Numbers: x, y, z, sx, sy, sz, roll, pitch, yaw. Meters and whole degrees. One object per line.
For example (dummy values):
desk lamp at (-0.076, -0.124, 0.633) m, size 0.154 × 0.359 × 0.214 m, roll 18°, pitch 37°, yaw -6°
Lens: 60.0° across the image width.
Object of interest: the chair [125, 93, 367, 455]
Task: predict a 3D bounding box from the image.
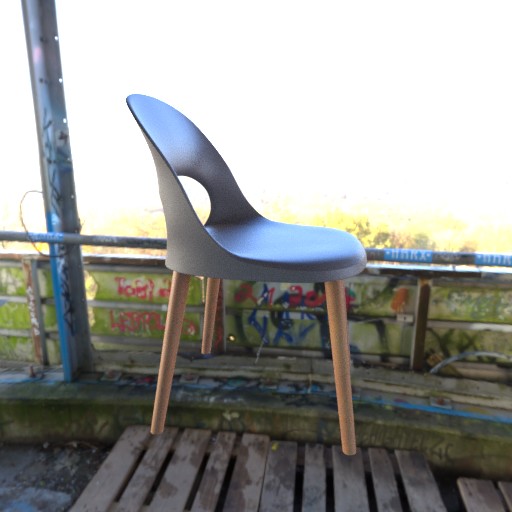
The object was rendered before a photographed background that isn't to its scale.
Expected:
chair at (0.000, 0.000, 1.145) m, size 0.556 × 0.795 × 0.470 m, roll 2°, pitch 15°, yaw 10°
